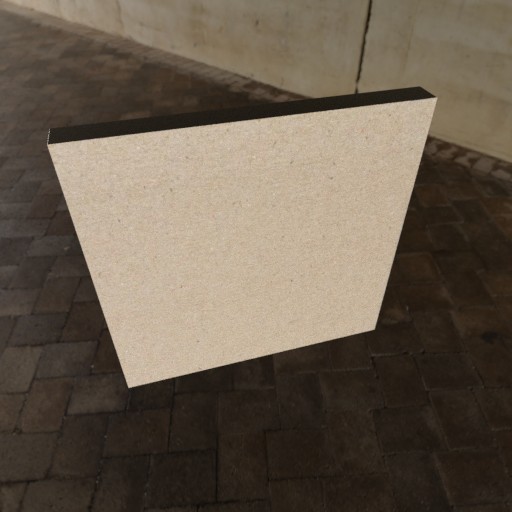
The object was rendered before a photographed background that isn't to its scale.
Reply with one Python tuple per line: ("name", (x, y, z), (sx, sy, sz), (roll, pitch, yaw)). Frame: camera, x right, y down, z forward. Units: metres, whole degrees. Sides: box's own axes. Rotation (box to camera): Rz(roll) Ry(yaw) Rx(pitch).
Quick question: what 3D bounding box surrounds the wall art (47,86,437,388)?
("wall art", (0.000, 0.000, 0.474), (0.327, 0.318, 0.029), (-11, 42, -12))
